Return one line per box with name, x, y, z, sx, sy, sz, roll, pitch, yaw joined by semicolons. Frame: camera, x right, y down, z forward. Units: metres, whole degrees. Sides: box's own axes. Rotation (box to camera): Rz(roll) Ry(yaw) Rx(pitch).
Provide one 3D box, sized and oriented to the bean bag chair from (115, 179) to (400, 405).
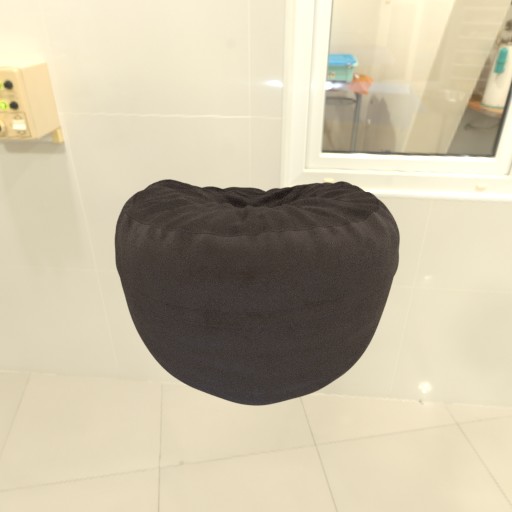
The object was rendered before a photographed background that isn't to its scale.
bean bag chair;0.000;0.000;2.074;1.245;0.821;1.245;0;31;0
